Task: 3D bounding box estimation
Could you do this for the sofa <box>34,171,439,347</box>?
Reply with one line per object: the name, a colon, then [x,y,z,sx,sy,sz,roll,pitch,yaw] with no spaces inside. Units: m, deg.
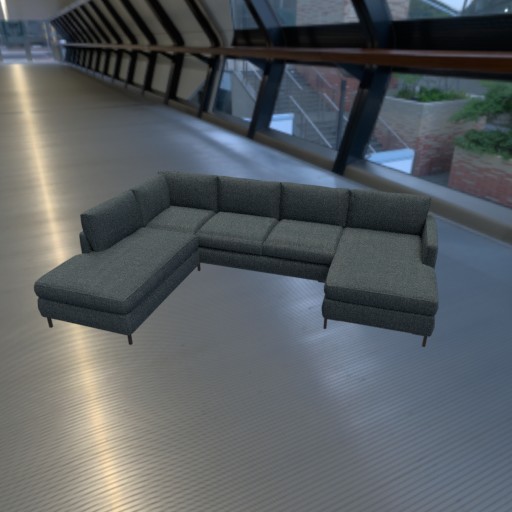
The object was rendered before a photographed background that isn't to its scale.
sofa: [0.000,0.000,3.533,2.737,0.753,1.879,8,28,16]
